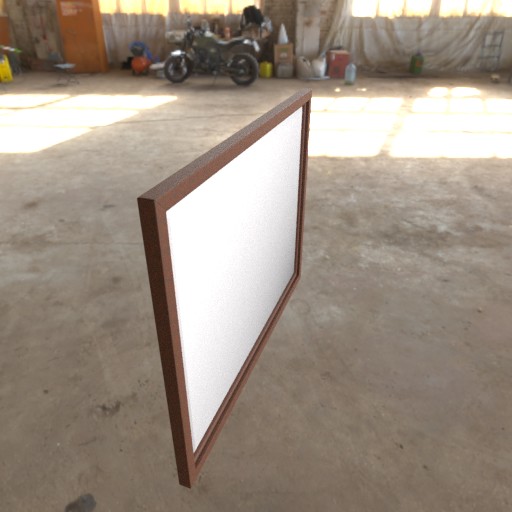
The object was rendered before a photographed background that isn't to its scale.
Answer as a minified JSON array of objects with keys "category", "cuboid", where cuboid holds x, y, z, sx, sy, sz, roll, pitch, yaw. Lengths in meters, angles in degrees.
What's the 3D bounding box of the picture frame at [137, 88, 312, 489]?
[{"category":"picture frame","cuboid":[0.000,0.000,1.725,0.045,1.018,1.329,11,32,18]}]
